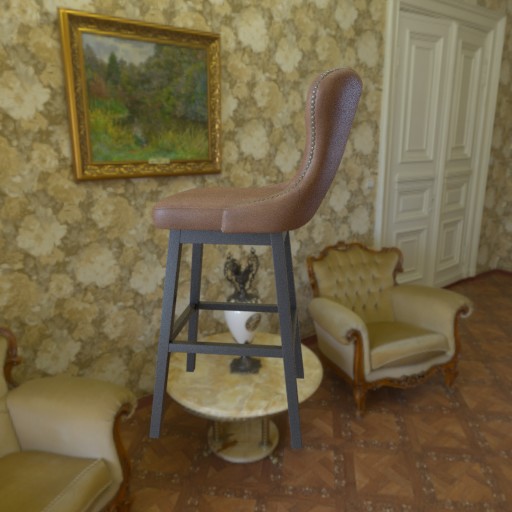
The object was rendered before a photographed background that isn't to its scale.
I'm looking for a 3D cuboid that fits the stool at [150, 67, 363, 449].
[{"bbox_3d":[0.000,0.000,1.403,0.601,1.050,0.528,2,14,7],"label":"stool"}]
